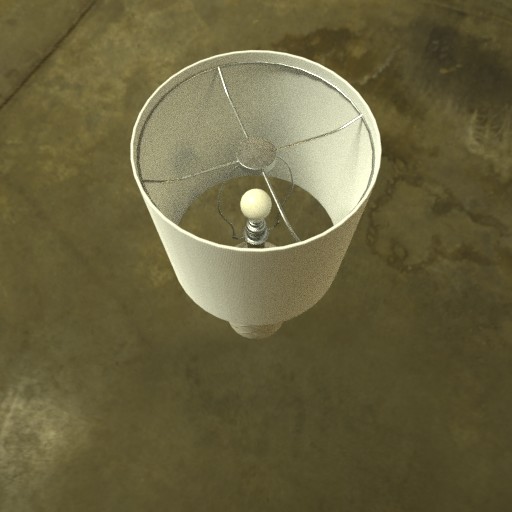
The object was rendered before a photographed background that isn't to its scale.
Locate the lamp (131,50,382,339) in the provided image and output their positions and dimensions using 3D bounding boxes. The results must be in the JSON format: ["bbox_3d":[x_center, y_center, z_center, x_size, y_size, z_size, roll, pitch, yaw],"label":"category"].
[{"bbox_3d":[0.000,0.000,0.575,0.207,0.461,0.207,-19,67,-8],"label":"lamp"}]
